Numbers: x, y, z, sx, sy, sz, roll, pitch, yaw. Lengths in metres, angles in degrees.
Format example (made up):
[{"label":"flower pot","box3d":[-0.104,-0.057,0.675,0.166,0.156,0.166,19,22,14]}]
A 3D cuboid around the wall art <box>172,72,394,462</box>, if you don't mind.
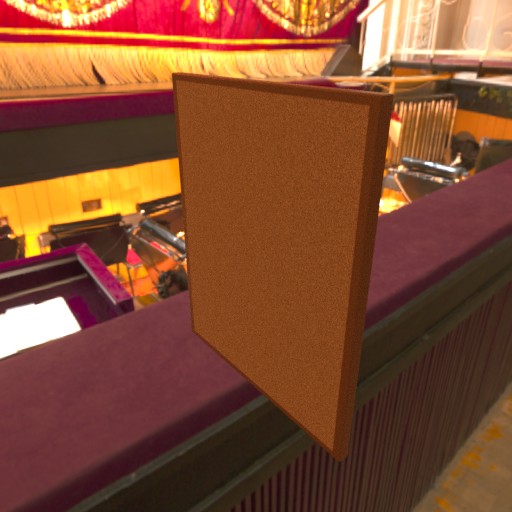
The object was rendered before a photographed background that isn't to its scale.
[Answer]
[{"label":"wall art","box3d":[0.000,0.000,0.513,0.015,0.379,0.310,-19,32,-34]}]
